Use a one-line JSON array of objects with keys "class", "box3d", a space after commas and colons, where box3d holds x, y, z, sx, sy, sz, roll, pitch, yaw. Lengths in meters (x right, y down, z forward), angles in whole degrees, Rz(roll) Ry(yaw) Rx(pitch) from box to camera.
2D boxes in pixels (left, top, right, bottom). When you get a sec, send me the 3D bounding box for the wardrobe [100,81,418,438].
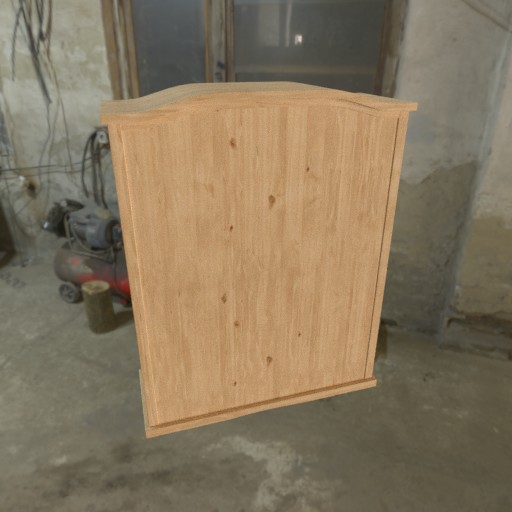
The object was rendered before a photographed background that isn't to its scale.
[{"class": "wardrobe", "box3d": [0.000, 0.000, 2.605, 1.500, 1.870, 0.570, -7, 26, -15]}]
